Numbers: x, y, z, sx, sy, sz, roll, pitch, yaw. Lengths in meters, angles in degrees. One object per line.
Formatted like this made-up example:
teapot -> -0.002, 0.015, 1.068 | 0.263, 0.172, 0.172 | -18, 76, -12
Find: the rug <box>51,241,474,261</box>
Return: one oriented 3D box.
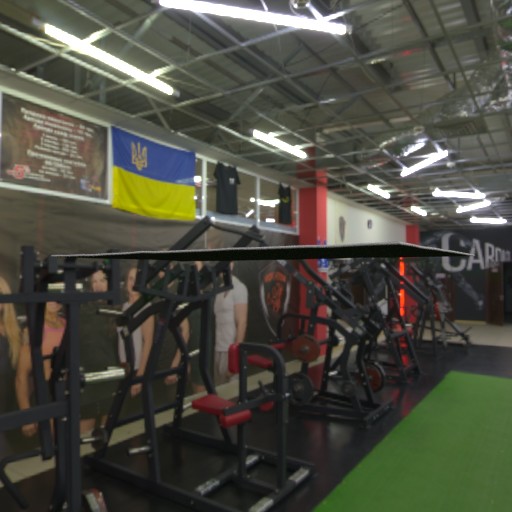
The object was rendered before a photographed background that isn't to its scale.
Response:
rug -> 0.000, 0.000, 3.003 | 2.444, 0.023, 1.531 | -1, -3, 36
